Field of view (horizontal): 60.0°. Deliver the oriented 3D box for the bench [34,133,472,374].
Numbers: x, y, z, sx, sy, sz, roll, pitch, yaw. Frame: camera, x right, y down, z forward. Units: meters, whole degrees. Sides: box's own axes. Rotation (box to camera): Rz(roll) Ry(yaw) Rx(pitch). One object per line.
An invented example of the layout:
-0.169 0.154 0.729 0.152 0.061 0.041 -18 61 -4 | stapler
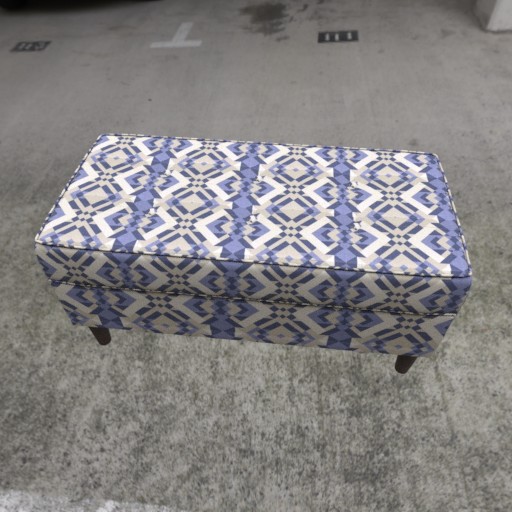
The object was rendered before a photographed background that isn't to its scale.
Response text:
0.000 0.000 1.308 1.016 0.477 0.492 4 47 4 | bench
